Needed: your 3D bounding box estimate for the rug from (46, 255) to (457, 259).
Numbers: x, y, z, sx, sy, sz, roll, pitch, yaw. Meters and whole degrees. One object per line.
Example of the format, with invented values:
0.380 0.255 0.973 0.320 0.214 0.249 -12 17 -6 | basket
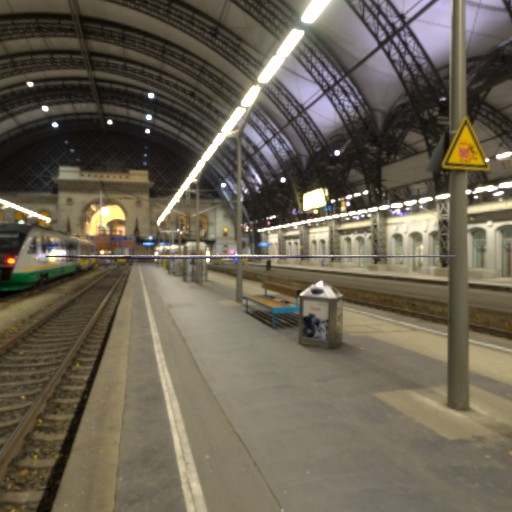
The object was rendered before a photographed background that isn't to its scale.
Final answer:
0.000 0.000 2.294 1.781 0.012 1.184 0 0 -36 | rug
